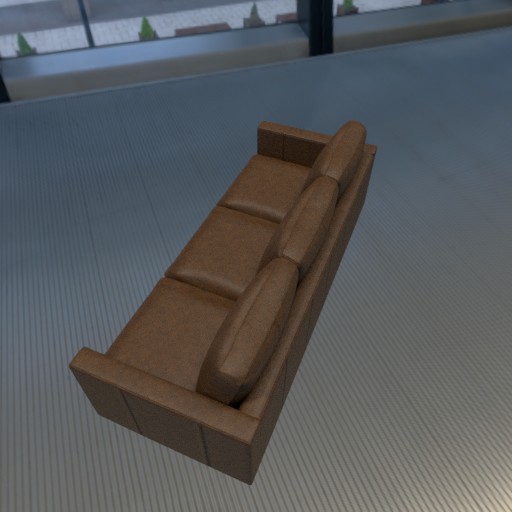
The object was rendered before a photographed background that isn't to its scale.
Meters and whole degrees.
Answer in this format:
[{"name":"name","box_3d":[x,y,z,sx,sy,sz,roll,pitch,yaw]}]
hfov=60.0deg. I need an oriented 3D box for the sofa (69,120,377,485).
[{"name":"sofa","box_3d":[0.000,0.000,2.677,0.903,0.930,2.231,17,49,16]}]
